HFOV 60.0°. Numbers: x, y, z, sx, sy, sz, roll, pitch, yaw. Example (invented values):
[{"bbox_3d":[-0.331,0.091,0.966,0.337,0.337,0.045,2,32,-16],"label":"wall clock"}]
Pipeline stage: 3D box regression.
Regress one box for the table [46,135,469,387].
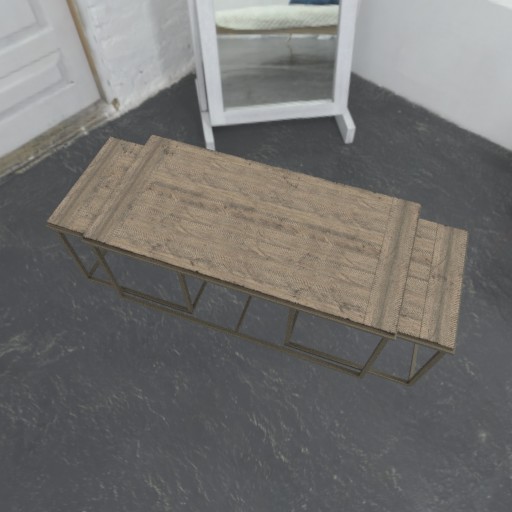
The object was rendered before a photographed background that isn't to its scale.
[{"bbox_3d":[0.000,0.000,1.583,1.312,0.427,0.489,17,59,10],"label":"table"}]
